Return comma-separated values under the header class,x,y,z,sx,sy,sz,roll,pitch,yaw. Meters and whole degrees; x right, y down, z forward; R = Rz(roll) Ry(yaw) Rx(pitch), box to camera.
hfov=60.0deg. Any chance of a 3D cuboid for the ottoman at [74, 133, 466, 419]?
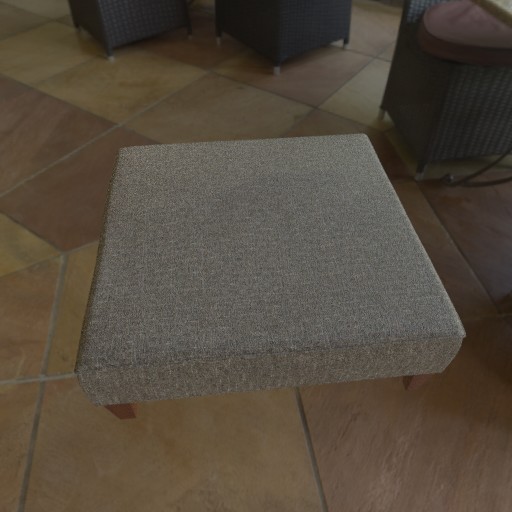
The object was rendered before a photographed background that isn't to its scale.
class,x,y,z,sx,sy,sz,roll,pitch,yaw
ottoman,0.000,0.000,1.540,1.016,0.379,0.981,-4,47,-4
